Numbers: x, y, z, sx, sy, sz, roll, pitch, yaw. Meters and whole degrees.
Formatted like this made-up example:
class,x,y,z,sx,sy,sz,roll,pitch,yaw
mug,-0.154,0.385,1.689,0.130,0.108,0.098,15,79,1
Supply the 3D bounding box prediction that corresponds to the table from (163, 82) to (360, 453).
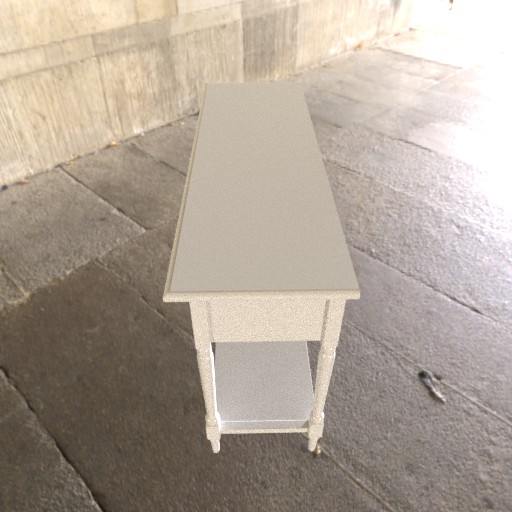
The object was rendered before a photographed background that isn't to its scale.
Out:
class,x,y,z,sx,sy,sz,roll,pitch,yaw
table,0.000,0.000,1.568,0.384,0.808,1.197,-1,40,-1
